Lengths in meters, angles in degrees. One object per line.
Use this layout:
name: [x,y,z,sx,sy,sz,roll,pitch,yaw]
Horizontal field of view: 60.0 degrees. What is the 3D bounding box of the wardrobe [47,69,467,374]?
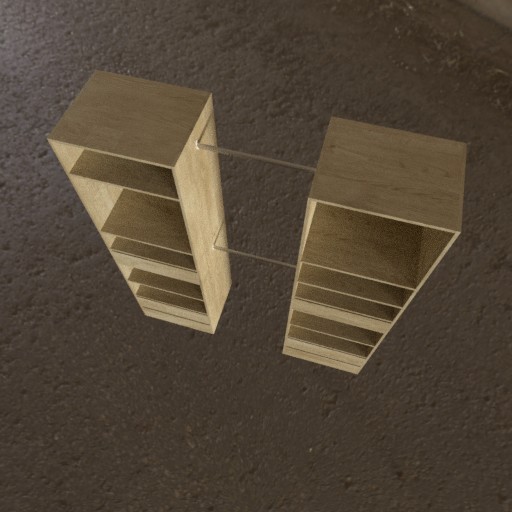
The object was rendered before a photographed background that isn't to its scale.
wardrobe: [0.000,0.000,2.799,1.770,2.000,0.480,14,61,8]
